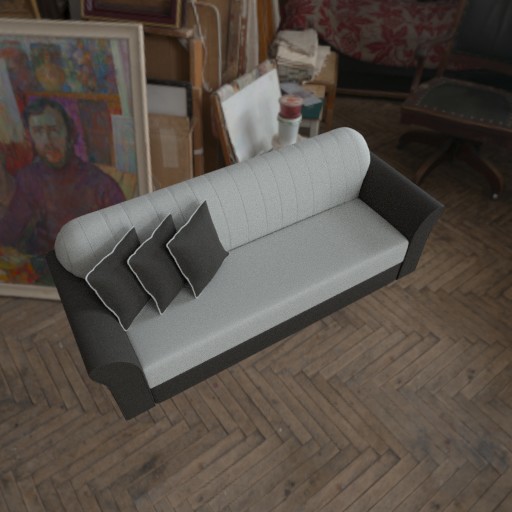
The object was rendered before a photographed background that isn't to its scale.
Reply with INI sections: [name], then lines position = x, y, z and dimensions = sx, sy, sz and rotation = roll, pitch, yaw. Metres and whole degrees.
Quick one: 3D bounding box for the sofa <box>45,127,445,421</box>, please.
[sofa]
position = 0.000, 0.000, 2.475
dimensions = 2.001, 0.787, 0.755
rotation = -23, 51, -20
